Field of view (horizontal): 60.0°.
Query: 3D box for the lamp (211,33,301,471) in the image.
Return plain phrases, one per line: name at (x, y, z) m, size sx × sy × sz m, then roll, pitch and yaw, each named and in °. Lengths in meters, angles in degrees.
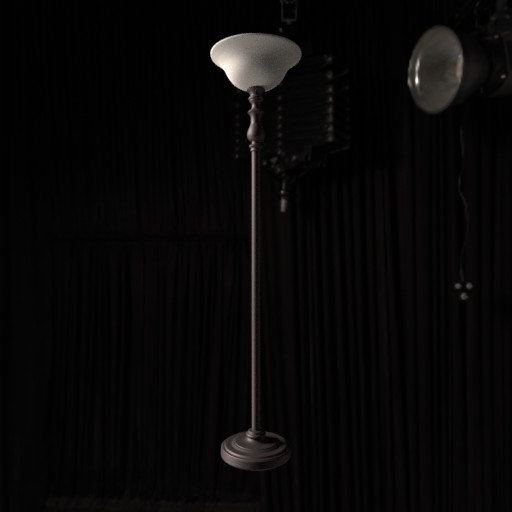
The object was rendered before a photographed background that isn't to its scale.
lamp at (0.000, 0.000, 1.990) m, size 0.405 × 1.797 × 0.405 m, roll 0°, pitch 0°, yaw 1°
